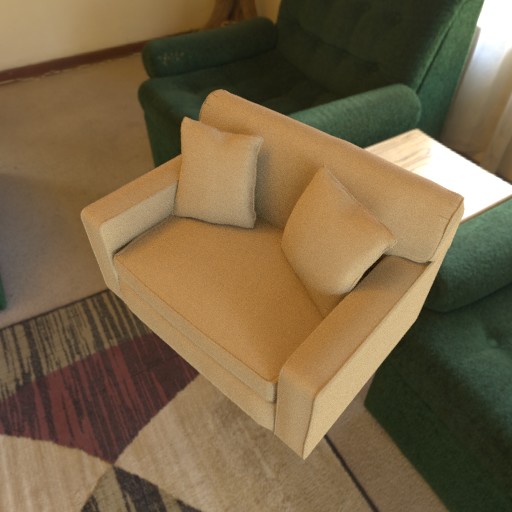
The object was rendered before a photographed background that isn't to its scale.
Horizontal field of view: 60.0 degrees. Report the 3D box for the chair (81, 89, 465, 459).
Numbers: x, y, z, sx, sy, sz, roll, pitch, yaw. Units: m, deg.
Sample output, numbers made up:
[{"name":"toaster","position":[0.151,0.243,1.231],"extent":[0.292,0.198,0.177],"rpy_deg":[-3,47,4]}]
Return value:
[{"name":"chair","position":[0.000,0.000,2.084],"extent":[1.383,0.948,1.000],"rpy_deg":[33,55,28]}]
